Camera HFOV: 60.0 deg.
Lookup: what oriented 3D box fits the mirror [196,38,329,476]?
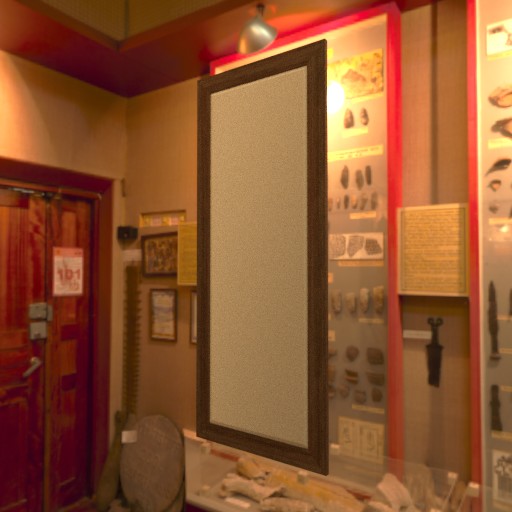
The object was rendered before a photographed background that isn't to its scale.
[{"bbox_3d":[0.000,0.000,2.304,0.812,2.032,0.025,-1,-2,36],"label":"mirror"}]
